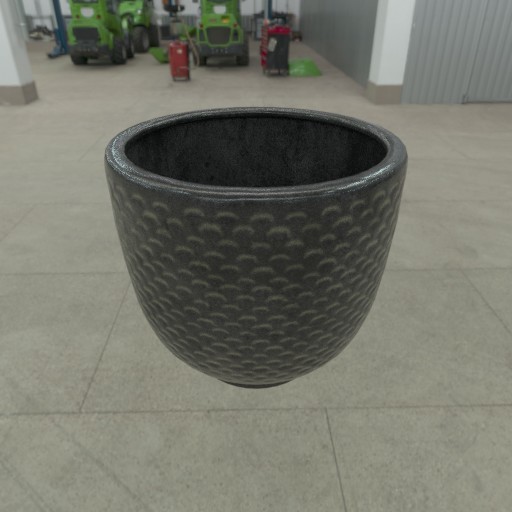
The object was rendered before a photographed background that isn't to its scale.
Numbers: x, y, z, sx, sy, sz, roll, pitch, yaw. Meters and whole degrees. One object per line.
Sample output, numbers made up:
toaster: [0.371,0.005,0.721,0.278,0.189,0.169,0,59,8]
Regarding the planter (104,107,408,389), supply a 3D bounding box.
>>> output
planter: [0.000,0.000,0.299,0.172,0.160,0.172,0,31,0]
